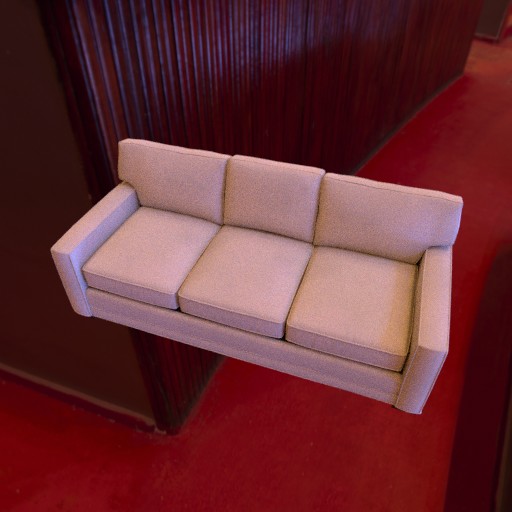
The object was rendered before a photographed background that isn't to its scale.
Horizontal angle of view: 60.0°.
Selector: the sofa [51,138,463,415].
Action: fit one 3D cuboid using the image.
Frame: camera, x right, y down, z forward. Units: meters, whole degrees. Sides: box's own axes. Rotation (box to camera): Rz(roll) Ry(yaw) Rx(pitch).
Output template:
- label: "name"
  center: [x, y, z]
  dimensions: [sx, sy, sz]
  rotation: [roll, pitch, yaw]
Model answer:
- label: "sofa"
  center: [0.000, 0.000, 2.570]
  dimensions: [2.088, 0.862, 0.935]
  rotation: [13, 43, 15]
